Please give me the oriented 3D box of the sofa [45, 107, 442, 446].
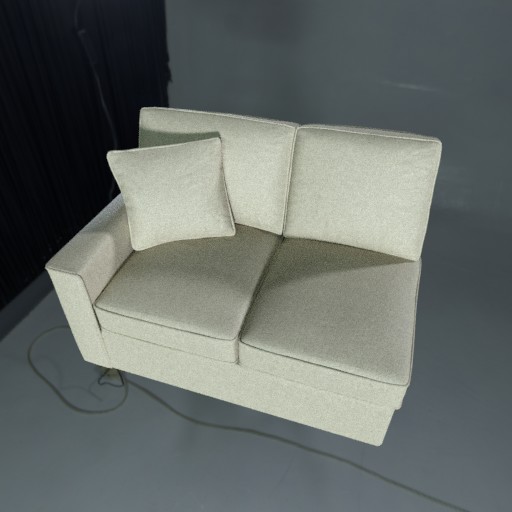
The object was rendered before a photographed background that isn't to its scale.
[{"bbox_3d":[0.000,0.000,1.950,1.388,0.989,0.991,12,41,14],"label":"sofa"}]
